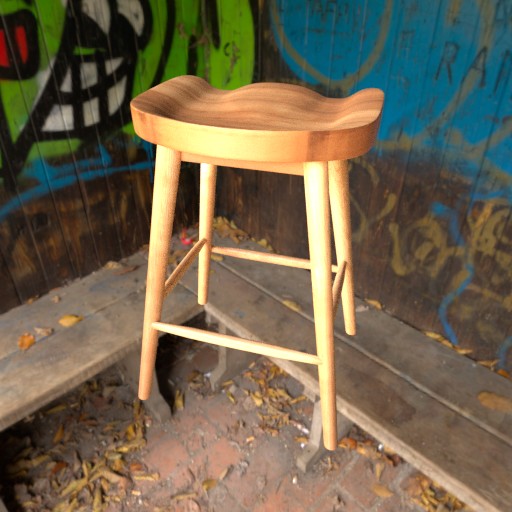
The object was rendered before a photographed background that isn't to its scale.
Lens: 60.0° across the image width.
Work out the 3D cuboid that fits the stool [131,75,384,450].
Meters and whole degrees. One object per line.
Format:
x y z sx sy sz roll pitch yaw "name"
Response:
0.000 0.000 0.894 0.440 0.615 0.361 10 35 14 "stool"
